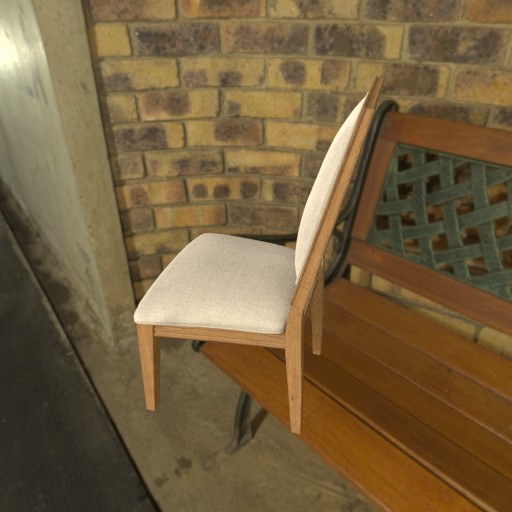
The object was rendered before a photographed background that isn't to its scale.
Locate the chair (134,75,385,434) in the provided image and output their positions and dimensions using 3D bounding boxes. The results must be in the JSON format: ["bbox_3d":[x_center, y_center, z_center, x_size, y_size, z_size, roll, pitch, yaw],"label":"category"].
[{"bbox_3d":[0.000,0.000,1.340,0.601,0.988,0.536,9,31,14],"label":"chair"}]
